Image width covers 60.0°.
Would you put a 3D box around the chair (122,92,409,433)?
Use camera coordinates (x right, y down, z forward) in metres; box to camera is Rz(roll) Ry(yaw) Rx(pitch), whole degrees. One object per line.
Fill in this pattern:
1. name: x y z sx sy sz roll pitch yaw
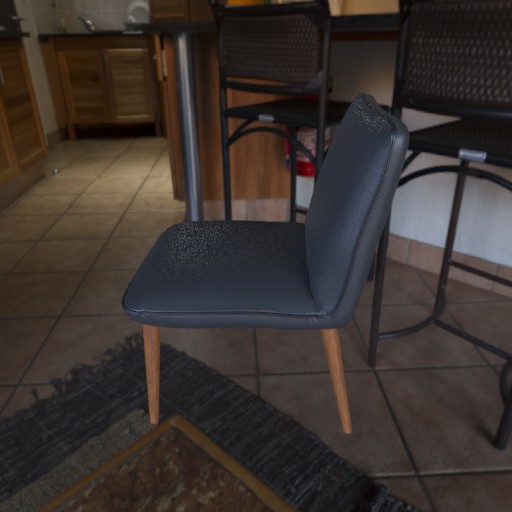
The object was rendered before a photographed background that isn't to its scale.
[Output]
1. chair: 0.000 0.000 1.209 0.645 0.801 0.543 0 27 -1
